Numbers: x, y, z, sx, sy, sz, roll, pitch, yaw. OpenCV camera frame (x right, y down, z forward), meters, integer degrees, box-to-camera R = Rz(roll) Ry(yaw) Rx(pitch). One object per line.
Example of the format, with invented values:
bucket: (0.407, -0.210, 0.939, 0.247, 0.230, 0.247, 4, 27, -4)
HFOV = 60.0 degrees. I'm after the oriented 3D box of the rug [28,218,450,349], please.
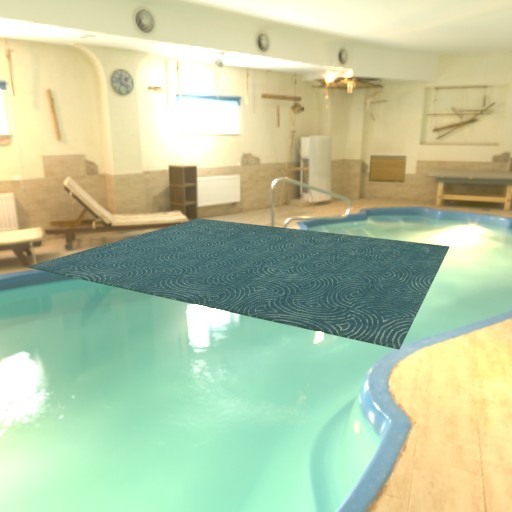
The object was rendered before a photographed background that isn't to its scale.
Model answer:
rug: (0.000, 0.000, 4.044, 3.033, 0.012, 2.432, 8, 18, 27)
